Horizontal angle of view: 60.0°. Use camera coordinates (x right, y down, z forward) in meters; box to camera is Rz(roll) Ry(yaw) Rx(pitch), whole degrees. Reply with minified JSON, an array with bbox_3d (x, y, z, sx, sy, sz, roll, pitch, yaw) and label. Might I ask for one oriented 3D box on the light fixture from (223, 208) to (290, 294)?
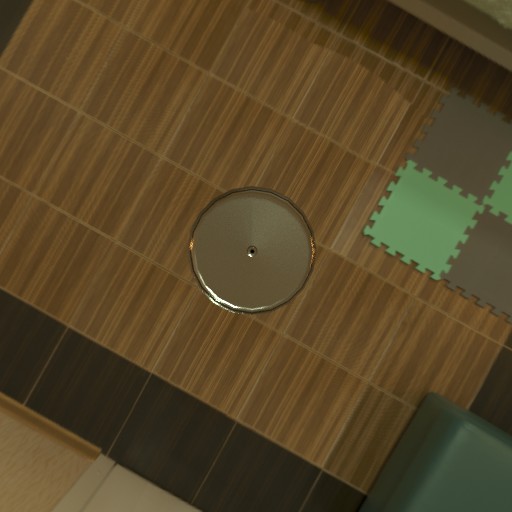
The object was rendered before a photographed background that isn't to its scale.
[{"bbox_3d":[0.000,0.000,1.621,0.303,1.535,0.303,0,89,0],"label":"light fixture"}]
